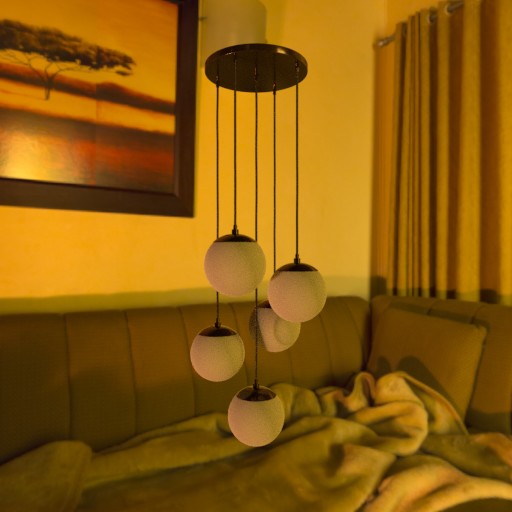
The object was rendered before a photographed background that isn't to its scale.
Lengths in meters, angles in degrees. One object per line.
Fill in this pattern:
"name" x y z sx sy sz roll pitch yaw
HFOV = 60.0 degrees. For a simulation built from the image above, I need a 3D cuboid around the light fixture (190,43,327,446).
"light fixture" 0.000 0.000 1.500 0.484 1.271 0.489 0 0 36
